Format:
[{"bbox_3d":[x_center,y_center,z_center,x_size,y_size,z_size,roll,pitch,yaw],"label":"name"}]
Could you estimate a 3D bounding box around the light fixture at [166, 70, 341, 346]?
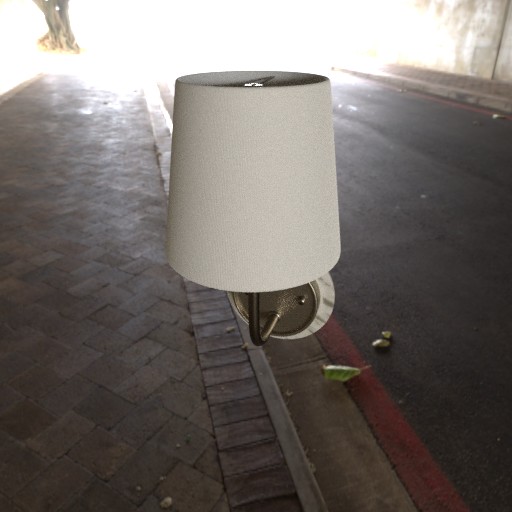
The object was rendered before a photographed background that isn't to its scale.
[{"bbox_3d":[0.000,0.000,0.448,0.168,0.337,0.188,9,29,16],"label":"light fixture"}]
